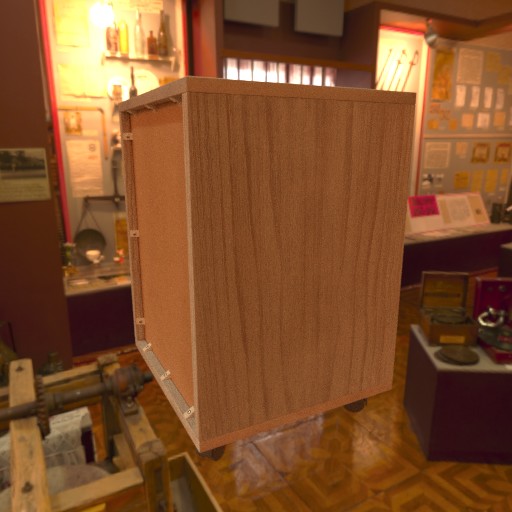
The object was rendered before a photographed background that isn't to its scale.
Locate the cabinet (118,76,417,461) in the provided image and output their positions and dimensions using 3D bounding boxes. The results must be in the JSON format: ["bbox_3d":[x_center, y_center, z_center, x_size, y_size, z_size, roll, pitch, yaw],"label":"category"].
[{"bbox_3d":[0.000,0.000,0.861,0.401,0.579,0.409,-7,16,-27],"label":"cabinet"}]
